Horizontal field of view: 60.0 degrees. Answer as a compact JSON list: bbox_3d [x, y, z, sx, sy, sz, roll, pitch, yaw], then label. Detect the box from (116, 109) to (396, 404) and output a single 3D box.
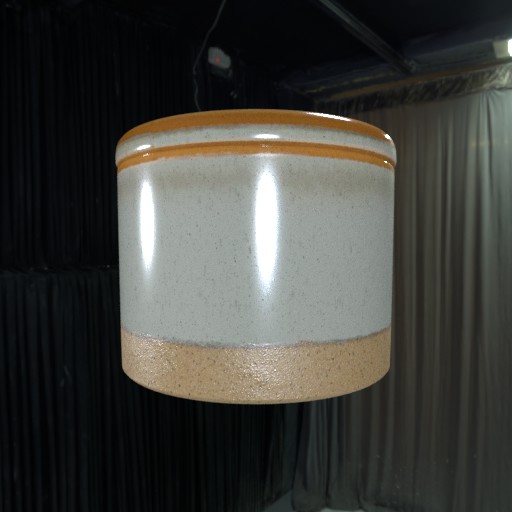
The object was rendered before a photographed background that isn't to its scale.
[{"bbox_3d":[0.000,0.000,0.205,0.123,0.100,0.123,0,1,0],"label":"box"}]
